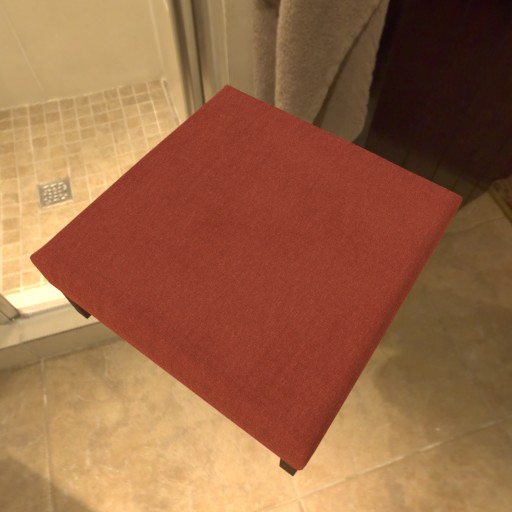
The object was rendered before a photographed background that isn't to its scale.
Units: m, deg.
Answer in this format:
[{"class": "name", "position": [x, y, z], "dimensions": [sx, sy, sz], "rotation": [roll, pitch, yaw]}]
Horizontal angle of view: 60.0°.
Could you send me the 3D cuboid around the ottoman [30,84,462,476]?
[{"class": "ottoman", "position": [0.000, 0.000, 1.390], "dimensions": [0.889, 0.411, 0.890], "rotation": [31, 63, 18]}]
